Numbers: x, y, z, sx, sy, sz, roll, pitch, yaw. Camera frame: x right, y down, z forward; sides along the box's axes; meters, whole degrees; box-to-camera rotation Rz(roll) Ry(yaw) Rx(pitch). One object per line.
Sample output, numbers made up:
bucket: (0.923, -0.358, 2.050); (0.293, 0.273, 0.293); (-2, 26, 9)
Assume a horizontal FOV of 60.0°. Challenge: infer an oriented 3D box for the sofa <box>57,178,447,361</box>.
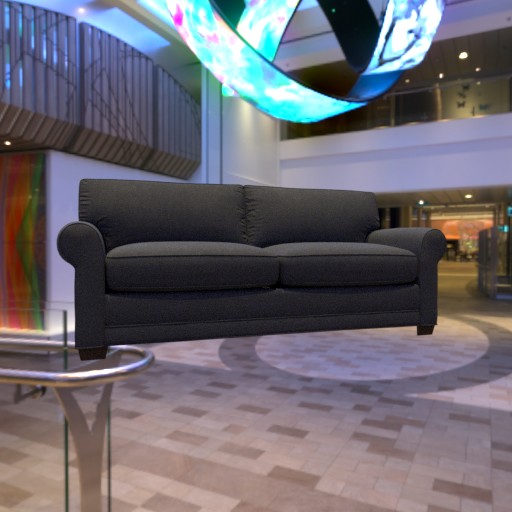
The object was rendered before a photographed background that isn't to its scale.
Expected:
sofa: (0.000, 0.000, 2.956); (2.391, 1.026, 0.954); (0, 1, -19)
